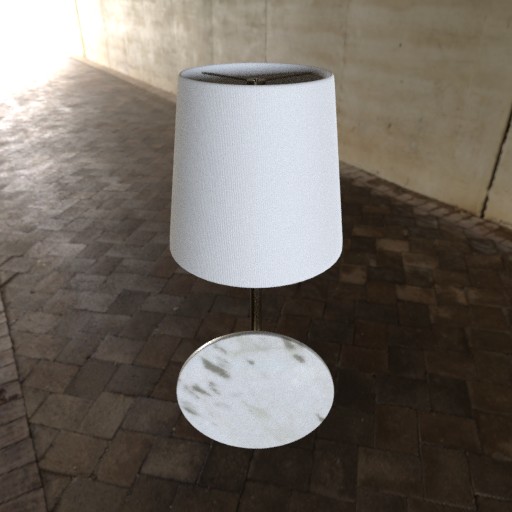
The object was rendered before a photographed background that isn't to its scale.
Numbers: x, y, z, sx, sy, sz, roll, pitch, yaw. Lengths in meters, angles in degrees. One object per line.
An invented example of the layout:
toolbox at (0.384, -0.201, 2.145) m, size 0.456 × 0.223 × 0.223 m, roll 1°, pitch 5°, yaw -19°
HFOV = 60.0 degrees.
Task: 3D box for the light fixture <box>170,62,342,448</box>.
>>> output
light fixture at (0.000, 0.000, 0.439) m, size 0.168 × 0.337 × 0.188 m, roll 0°, pitch 30°, yaw 0°
